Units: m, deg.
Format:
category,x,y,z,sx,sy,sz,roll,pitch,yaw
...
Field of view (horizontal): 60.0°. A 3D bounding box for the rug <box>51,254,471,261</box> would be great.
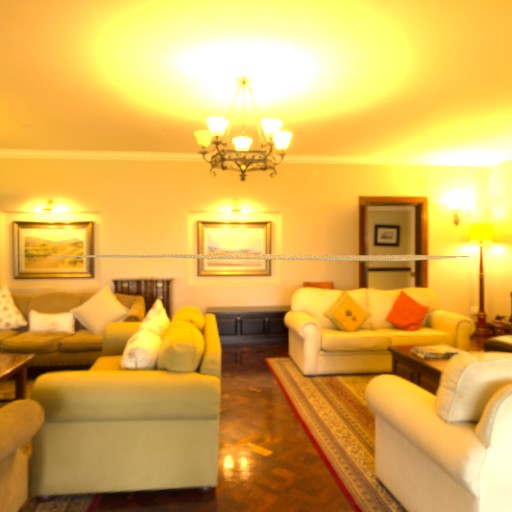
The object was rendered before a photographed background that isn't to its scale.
category,x,y,z,sx,sy,sz,roll,pitch,yaw
rug,0.000,0.000,3.034,2.439,0.015,1.524,0,1,35
